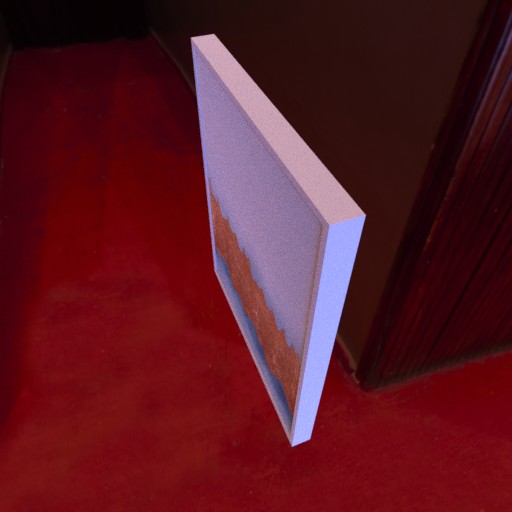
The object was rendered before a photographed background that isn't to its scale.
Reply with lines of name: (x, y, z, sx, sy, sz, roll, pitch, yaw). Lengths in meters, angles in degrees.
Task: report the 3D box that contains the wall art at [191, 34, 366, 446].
wall art: (0.000, 0.000, 0.749, 0.039, 0.553, 0.451, -16, 50, -14)
